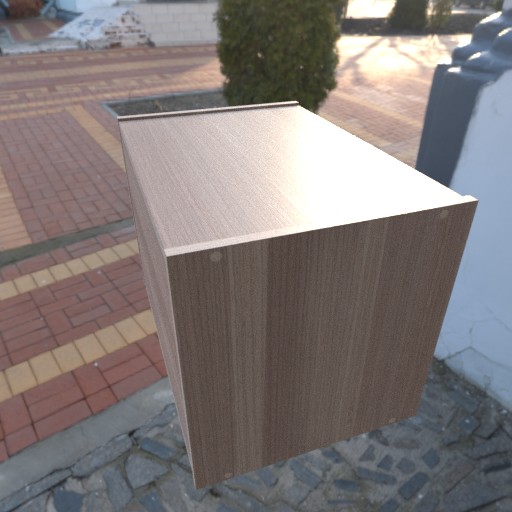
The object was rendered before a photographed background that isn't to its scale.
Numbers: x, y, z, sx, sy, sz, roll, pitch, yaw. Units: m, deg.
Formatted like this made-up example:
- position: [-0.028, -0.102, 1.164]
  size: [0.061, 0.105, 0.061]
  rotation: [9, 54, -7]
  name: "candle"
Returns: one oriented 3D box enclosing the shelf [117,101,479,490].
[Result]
- position: [0.000, 0.000, 0.615]
  size: [0.290, 0.305, 0.415]
  rotation: [-11, 34, -17]
  name: "shelf"
